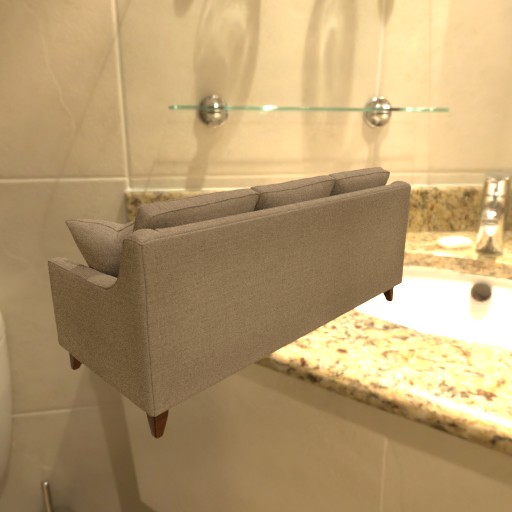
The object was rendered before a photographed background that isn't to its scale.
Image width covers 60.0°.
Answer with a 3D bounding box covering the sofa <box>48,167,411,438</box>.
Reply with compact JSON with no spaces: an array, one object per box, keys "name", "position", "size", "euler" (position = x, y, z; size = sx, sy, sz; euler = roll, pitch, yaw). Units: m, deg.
[{"name":"sofa","position":[0.000,0.000,2.525],"size":[0.865,0.914,2.031],"euler":[15,22,41]}]
